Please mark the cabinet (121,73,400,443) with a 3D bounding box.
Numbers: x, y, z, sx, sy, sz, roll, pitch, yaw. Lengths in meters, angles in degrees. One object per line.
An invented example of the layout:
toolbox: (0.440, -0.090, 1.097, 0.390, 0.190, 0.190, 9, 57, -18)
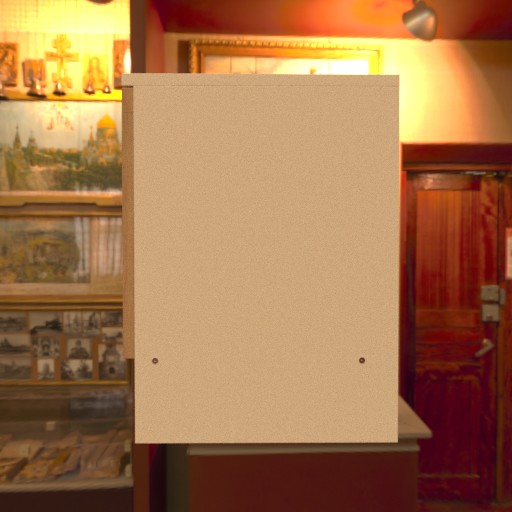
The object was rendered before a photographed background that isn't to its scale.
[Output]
cabinet: (0.000, 0.000, 0.926, 0.400, 0.522, 0.600, 0, 1, 0)
